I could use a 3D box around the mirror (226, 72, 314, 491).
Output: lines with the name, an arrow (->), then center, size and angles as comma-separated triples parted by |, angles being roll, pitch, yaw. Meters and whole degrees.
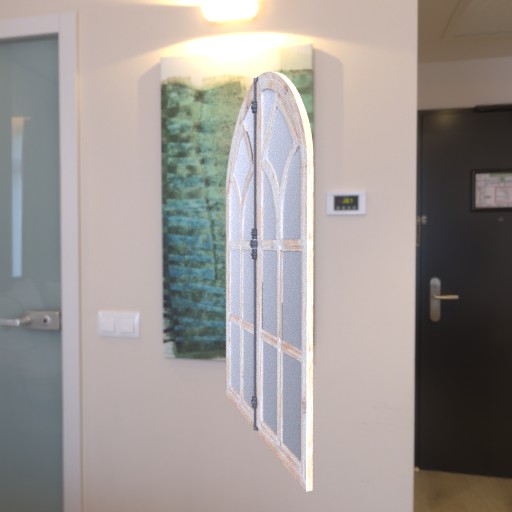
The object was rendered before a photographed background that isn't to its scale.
mirror -> 0.000, 0.000, 1.151 | 0.032, 0.915, 0.609 | 0, 1, -19
